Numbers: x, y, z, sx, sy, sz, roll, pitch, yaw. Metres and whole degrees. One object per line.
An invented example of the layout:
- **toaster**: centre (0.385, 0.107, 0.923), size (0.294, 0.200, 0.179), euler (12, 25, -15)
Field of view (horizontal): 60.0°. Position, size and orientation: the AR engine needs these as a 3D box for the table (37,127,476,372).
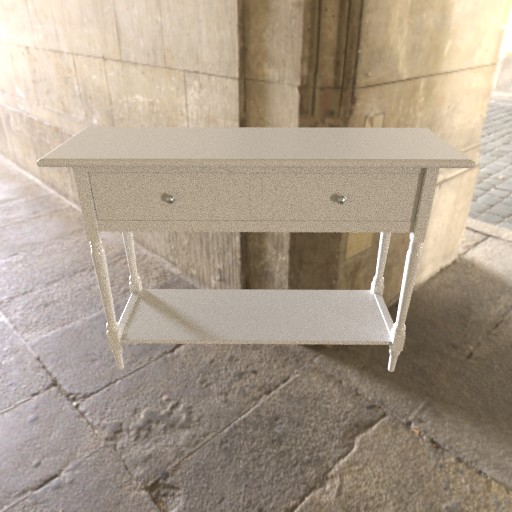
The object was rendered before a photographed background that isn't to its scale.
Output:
- **table**: centre (0.000, 0.000, 1.567), size (1.197, 0.808, 0.384), euler (0, 29, 0)
